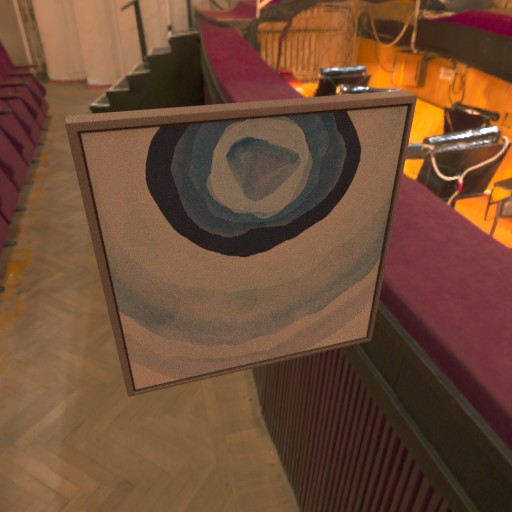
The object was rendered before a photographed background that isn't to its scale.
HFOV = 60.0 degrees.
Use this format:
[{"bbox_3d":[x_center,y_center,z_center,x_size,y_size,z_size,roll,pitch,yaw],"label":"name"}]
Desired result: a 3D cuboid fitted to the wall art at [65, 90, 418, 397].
[{"bbox_3d":[0.000,0.000,0.525,0.349,0.349,0.028,-9,34,-14],"label":"wall art"}]
